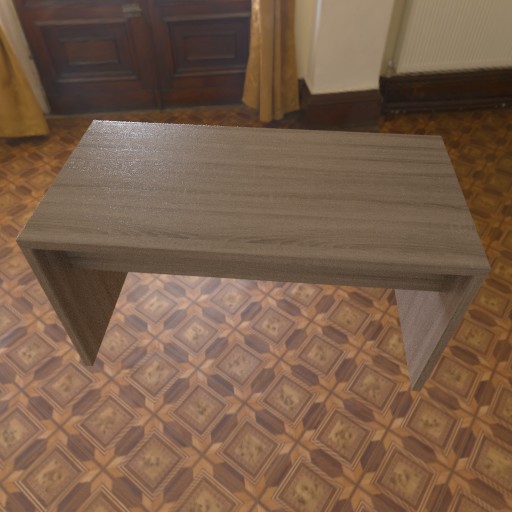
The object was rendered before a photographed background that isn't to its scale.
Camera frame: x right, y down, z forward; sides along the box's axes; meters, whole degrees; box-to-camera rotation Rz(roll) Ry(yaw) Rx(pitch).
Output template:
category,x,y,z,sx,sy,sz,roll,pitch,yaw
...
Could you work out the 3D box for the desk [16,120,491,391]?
category,x,y,z,sx,sy,sz,roll,pitch,yaw
desk,0.000,0.000,1.786,1.380,0.745,0.690,3,47,3
